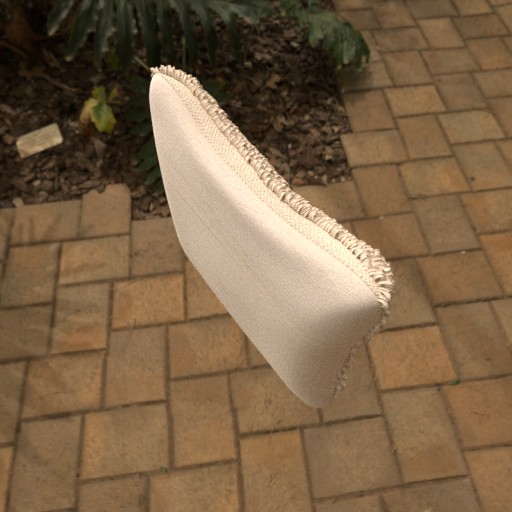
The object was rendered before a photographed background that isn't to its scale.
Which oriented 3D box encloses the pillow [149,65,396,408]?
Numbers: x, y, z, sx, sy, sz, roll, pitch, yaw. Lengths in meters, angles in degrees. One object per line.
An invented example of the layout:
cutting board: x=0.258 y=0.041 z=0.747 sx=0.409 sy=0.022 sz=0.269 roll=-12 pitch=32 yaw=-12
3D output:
pillow: x=0.000 y=0.000 z=0.669 sx=0.145 sy=0.427 sz=0.437 roll=-32 pitch=64 yaw=-18
